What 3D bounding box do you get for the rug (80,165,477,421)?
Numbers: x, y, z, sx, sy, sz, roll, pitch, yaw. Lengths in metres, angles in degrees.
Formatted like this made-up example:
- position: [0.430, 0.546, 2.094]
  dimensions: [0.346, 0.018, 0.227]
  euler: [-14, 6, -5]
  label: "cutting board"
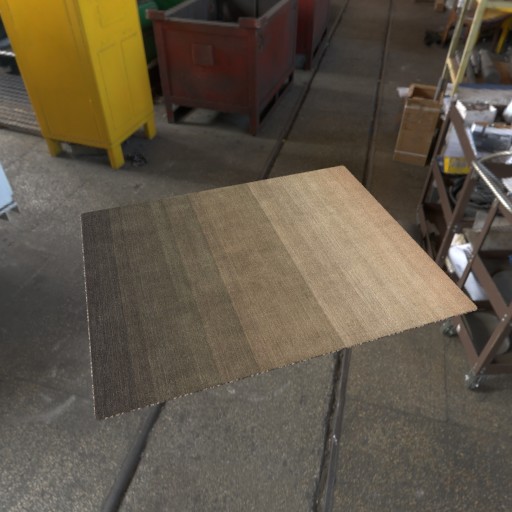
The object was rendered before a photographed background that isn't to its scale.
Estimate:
- position: [0.000, 0.000, 3.928]
  dimensions: [2.902, 0.017, 2.306]
  euler: [-13, 43, -14]
  label: "rug"
